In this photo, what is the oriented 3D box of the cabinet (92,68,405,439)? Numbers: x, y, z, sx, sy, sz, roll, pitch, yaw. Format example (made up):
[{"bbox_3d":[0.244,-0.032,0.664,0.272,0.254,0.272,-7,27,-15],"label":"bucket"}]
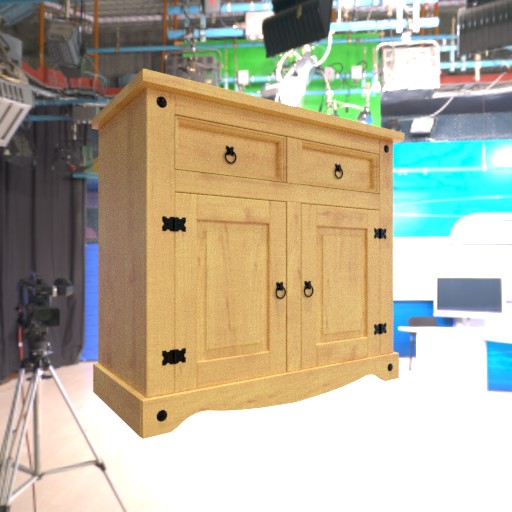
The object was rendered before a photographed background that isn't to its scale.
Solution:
[{"bbox_3d":[0.000,0.000,1.439,0.920,0.840,0.450,0,0,-34],"label":"cabinet"}]
